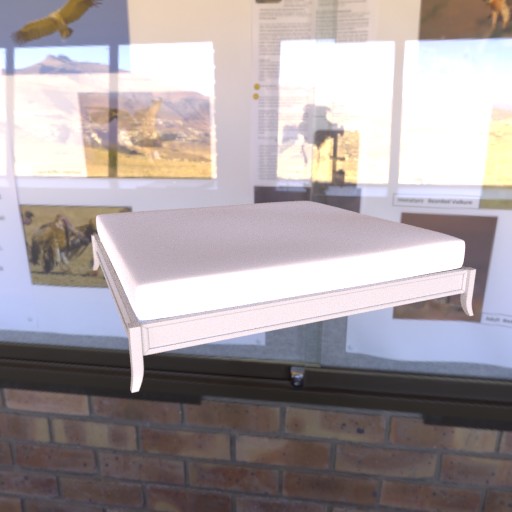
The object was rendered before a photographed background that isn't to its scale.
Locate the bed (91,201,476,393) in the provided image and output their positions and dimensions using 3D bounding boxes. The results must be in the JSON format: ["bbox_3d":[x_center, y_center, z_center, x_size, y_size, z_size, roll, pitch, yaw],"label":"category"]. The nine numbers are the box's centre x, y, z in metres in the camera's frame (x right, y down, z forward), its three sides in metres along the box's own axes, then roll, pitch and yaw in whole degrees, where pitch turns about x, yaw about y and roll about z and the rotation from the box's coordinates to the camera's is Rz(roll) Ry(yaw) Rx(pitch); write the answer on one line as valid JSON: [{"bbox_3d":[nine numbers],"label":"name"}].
[{"bbox_3d":[0.000,0.000,3.192,2.108,0.510,2.007,-7,17,-23],"label":"bed"}]
